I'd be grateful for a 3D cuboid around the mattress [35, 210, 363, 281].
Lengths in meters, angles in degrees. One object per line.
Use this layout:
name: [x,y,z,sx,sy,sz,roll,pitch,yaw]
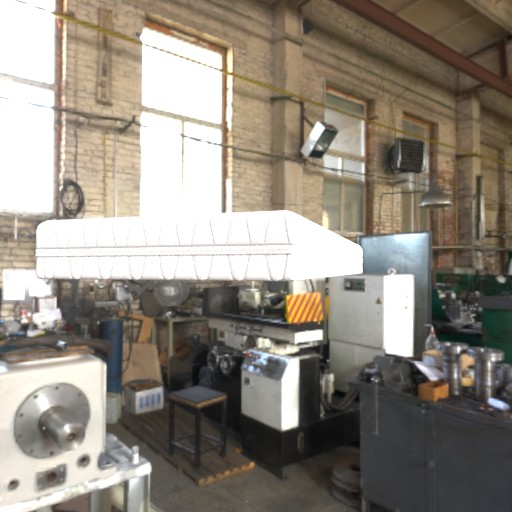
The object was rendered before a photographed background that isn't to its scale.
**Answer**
mattress: [0.000,0.000,2.285,0.900,0.200,2.000,-1,-2,19]
